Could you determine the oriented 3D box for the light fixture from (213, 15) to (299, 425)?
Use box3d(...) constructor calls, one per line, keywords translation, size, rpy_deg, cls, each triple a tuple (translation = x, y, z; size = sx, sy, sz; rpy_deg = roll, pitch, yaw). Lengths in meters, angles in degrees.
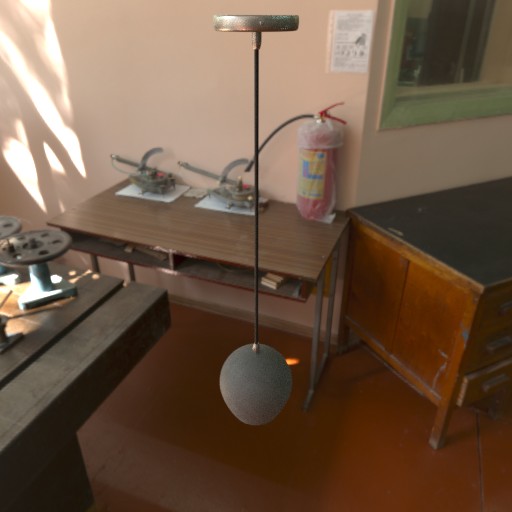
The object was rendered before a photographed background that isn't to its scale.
box3d(translation=(0.000, 0.000, 0.796), size=(0.153, 0.760, 0.153), rpy_deg=(-18, 33, -30), cls="light fixture")
